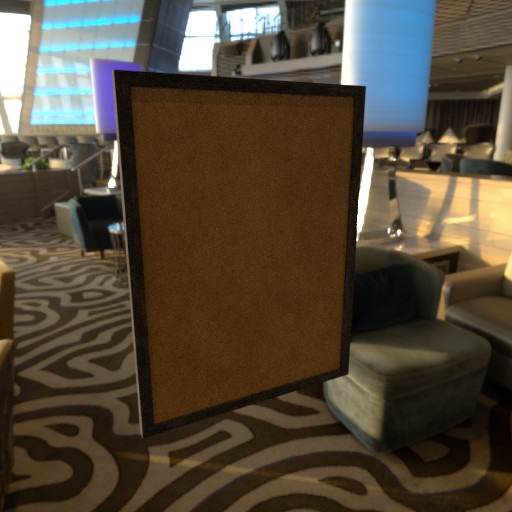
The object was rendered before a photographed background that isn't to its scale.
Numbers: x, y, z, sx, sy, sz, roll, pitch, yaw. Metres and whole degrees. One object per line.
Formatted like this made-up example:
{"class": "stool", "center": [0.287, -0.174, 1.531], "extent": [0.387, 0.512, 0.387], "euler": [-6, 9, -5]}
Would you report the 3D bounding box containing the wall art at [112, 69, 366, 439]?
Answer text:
{"class": "wall art", "center": [0.000, 0.000, 1.432], "extent": [0.812, 1.066, 0.029], "euler": [-8, 17, -27]}
